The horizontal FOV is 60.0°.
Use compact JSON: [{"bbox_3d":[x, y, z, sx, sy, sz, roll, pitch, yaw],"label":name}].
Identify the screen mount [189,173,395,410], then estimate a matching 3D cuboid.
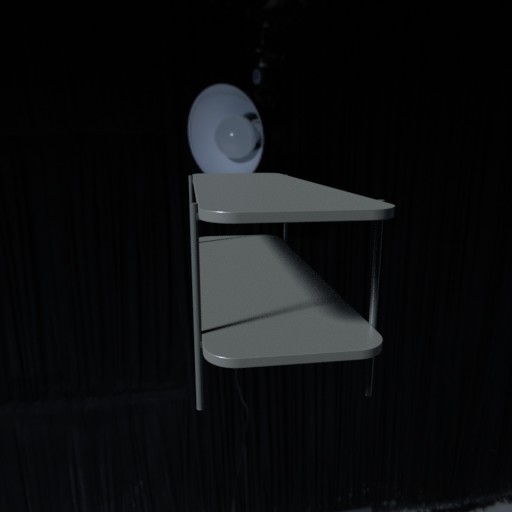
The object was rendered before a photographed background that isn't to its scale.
[{"bbox_3d":[0.000,0.000,1.387,0.400,0.447,1.200,-2,14,-8],"label":"screen mount"}]
